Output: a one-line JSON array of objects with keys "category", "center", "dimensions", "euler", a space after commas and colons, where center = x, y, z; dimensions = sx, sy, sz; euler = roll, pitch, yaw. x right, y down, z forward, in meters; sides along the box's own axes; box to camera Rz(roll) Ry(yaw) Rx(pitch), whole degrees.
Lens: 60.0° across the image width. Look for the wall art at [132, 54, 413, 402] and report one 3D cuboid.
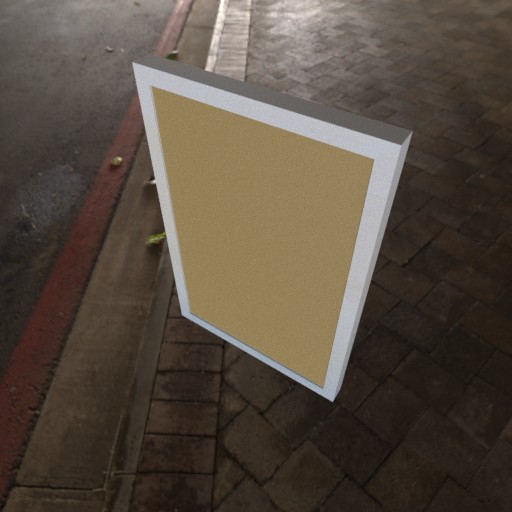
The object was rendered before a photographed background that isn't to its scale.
[{"category": "wall art", "center": [0.000, 0.000, 0.797], "dimensions": [0.408, 0.611, 0.038], "euler": [25, 51, 23]}]
